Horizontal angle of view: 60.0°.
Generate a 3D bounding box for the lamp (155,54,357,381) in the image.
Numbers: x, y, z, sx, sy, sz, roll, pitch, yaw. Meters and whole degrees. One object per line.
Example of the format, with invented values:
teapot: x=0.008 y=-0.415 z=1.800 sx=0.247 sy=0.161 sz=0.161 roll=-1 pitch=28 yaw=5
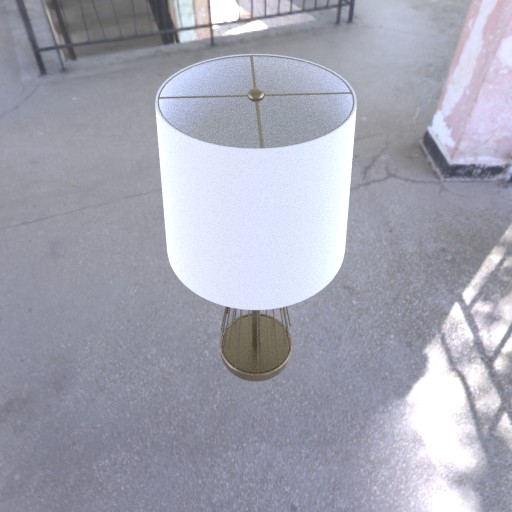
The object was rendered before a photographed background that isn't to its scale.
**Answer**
lamp: x=0.000 y=0.000 z=0.794 sx=0.303 sy=0.618 sz=0.303 roll=0 pitch=46 yaw=0
